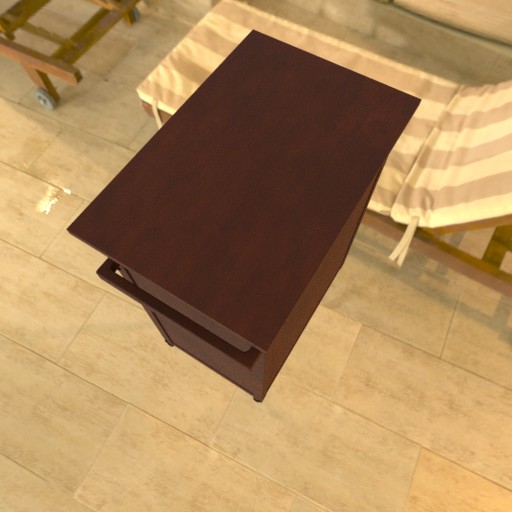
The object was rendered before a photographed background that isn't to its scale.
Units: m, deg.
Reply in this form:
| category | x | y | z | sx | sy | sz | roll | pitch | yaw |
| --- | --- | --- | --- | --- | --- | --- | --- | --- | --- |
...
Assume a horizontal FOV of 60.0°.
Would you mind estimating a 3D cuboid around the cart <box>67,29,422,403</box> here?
| category | x | y | z | sx | sy | sz | roll | pitch | yaw |
| --- | --- | --- | --- | --- | --- | --- | --- | --- | --- |
| cart | 0.000 | 0.000 | 1.293 | 0.442 | 0.864 | 0.683 | 29 | 67 | 14 |
